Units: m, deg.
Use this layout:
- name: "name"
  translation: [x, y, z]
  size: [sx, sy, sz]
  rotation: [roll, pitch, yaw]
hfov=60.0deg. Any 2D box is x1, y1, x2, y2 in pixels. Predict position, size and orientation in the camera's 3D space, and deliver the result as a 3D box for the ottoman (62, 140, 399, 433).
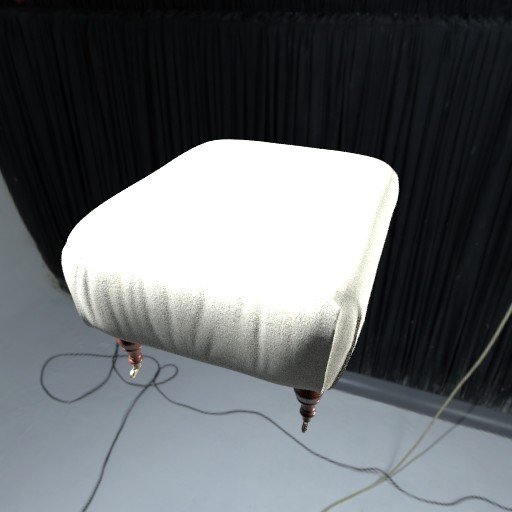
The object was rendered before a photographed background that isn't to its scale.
- name: "ottoman"
  translation: [0.000, 0.000, 1.145]
  size: [0.622, 0.450, 0.747]
  rotation: [11, 33, 18]
